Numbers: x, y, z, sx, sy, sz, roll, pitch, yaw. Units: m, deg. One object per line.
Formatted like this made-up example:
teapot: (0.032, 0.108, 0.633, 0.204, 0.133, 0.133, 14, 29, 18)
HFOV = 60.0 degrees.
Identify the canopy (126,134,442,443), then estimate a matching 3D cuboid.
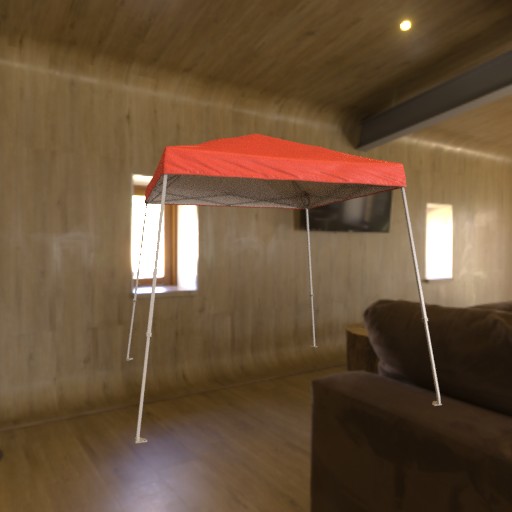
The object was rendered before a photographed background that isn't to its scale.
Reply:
canopy: (0.000, 0.000, 5.180, 2.850, 2.850, 2.849, 0, 0, -18)
